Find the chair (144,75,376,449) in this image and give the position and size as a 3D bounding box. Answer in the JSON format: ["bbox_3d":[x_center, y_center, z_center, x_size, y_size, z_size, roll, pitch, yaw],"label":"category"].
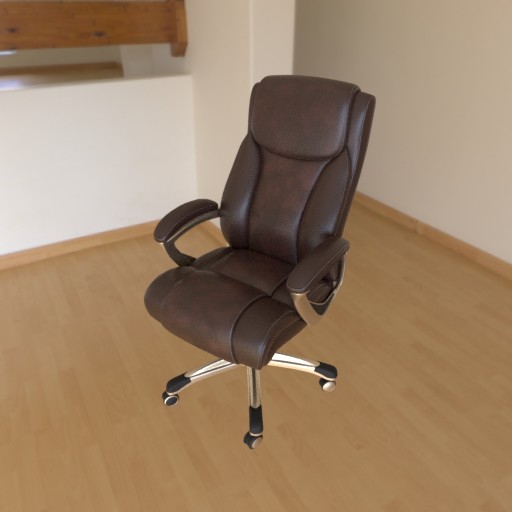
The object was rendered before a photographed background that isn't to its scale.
[{"bbox_3d":[0.000,0.000,1.668,0.692,1.194,0.749,19,35,29],"label":"chair"}]
